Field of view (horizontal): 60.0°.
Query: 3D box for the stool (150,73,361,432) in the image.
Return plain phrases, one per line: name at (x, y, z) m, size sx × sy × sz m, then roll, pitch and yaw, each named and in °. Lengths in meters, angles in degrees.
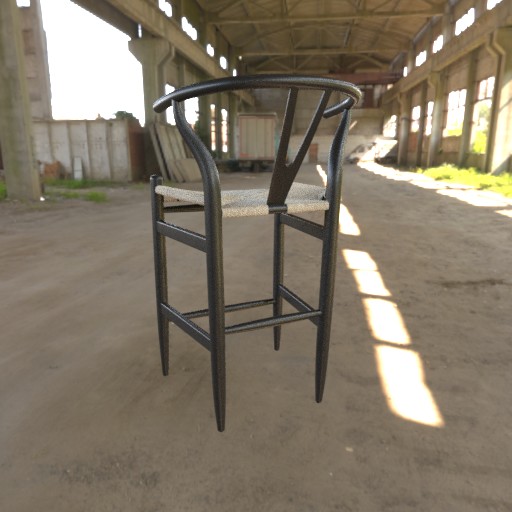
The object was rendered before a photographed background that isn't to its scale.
stool at (0.000, 0.000, 1.362) m, size 0.569 × 0.970 × 0.579 m, roll -7°, pitch 16°, yaw -26°
